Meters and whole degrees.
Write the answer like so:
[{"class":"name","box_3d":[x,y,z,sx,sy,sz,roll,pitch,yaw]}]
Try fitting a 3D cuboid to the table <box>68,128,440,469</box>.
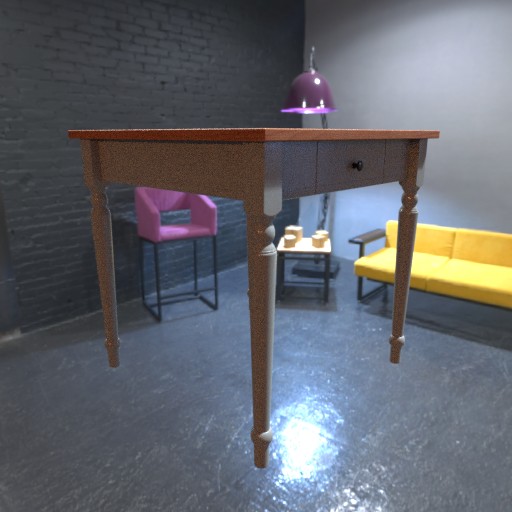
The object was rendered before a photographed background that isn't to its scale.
[{"class":"table","box_3d":[0.000,0.000,1.355,0.747,0.738,0.747,14,21,41]}]
